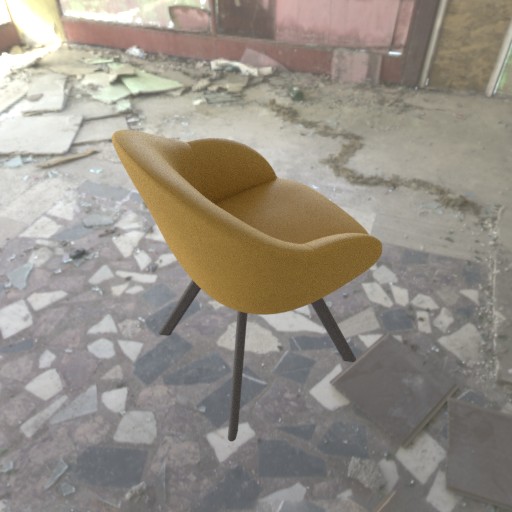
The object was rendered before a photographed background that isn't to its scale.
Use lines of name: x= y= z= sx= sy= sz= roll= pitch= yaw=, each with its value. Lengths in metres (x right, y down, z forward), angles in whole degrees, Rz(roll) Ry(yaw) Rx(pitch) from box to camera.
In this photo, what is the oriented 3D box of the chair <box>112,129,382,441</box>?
chair: x=0.000 y=0.000 z=1.201 sx=0.583 sy=0.793 sz=0.551 roll=-25 pitch=48 yaw=-25
